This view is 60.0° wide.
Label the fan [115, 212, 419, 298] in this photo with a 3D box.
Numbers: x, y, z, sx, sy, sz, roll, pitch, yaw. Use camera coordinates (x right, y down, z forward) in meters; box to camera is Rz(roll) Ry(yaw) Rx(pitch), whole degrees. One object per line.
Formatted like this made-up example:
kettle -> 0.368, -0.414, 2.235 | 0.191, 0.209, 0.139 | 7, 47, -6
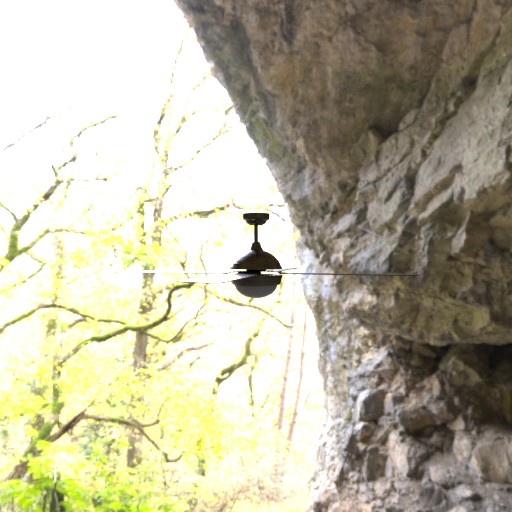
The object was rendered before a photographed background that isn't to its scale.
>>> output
fan -> 0.000, 0.000, 1.996 | 1.321, 0.381, 1.321 | 0, 0, 36
